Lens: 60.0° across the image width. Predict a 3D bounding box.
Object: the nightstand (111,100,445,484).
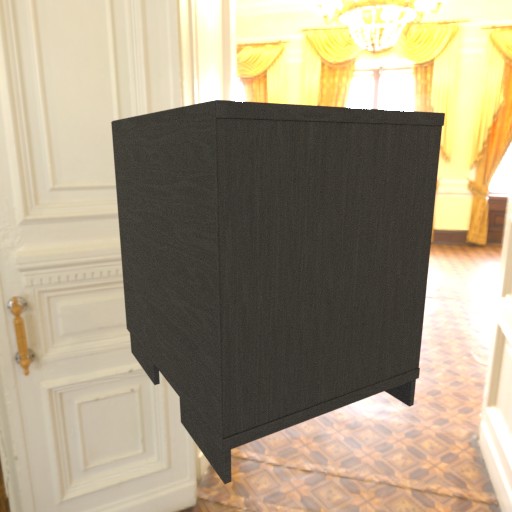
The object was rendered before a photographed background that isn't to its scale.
[{"bbox_3d":[0.000,0.000,0.749,0.347,0.448,0.427,-8,16,-30],"label":"nightstand"}]
